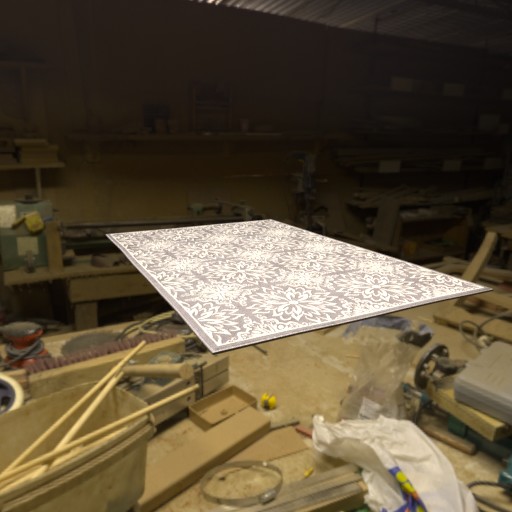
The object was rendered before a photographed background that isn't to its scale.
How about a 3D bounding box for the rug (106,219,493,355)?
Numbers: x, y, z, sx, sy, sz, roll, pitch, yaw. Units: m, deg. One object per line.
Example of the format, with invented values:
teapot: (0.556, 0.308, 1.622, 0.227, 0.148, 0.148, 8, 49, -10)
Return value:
rug: (0.000, 0.000, 2.321, 1.224, 0.012, 1.847, -7, 16, -26)
